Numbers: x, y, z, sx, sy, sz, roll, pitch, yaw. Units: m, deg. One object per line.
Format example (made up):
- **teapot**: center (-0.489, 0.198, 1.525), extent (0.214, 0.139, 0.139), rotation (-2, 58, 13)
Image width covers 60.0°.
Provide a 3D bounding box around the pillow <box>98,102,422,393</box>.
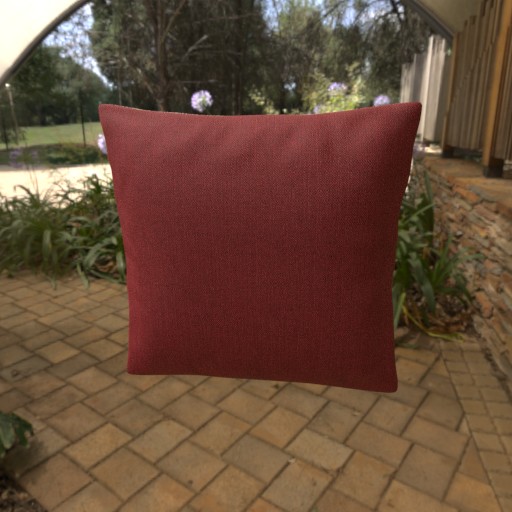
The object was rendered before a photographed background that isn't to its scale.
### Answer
- **pillow**: center (0.000, 0.000, 0.760), extent (0.513, 0.497, 0.166), rotation (2, 16, 7)
